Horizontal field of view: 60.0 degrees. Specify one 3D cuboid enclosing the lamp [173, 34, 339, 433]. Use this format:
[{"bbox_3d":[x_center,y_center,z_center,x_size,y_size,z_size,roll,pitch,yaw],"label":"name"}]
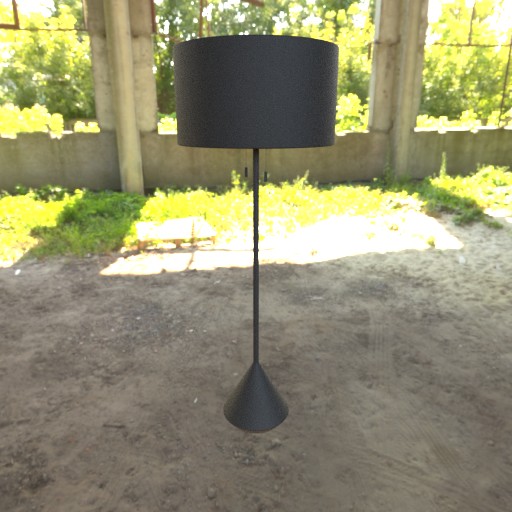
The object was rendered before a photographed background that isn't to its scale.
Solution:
[{"bbox_3d":[0.000,0.000,1.788,0.580,1.526,0.580,15,23,41],"label":"lamp"}]
